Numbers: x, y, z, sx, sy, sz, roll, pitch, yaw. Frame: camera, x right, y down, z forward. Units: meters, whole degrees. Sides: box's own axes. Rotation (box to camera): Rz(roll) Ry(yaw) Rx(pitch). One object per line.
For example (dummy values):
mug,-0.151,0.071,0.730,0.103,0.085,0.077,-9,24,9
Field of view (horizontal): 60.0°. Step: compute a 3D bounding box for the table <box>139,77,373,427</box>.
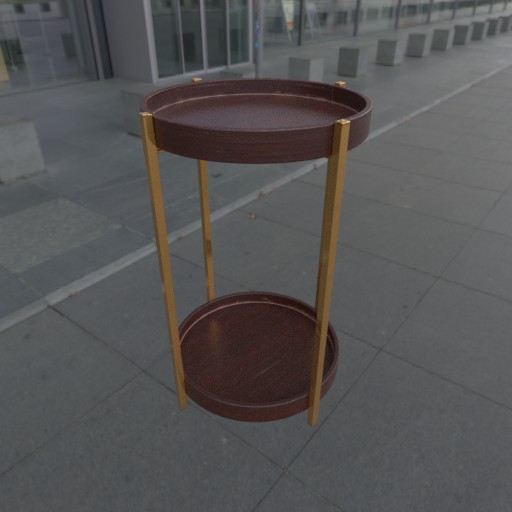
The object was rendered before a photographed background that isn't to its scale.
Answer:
table,0.000,0.000,0.878,0.400,0.610,0.400,-21,37,-30
